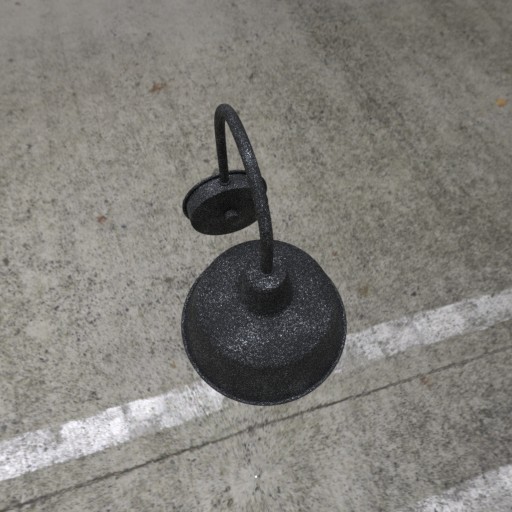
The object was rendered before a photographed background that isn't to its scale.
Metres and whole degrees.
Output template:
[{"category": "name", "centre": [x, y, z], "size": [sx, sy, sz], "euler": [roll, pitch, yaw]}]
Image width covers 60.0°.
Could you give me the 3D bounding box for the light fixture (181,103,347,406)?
[{"category": "light fixture", "centre": [0.000, 0.000, 0.484], "size": [0.216, 0.300, 0.283], "euler": [-16, 65, -8]}]
